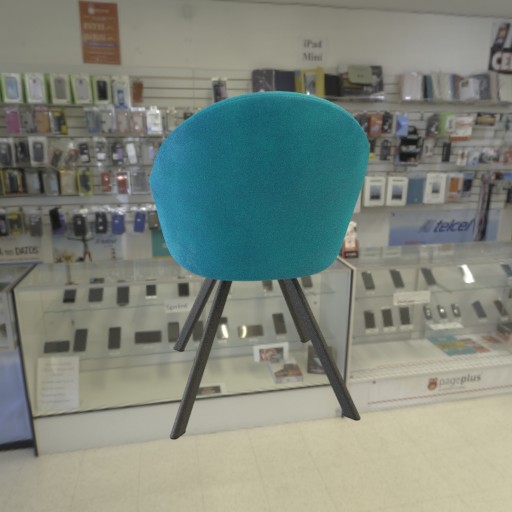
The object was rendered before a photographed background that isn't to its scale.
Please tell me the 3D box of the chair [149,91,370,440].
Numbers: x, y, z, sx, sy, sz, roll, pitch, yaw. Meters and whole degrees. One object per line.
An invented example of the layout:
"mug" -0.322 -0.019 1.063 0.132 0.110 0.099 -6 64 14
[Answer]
"chair" 0.000 0.000 1.207 0.550 0.795 0.590 -2 15 -9
